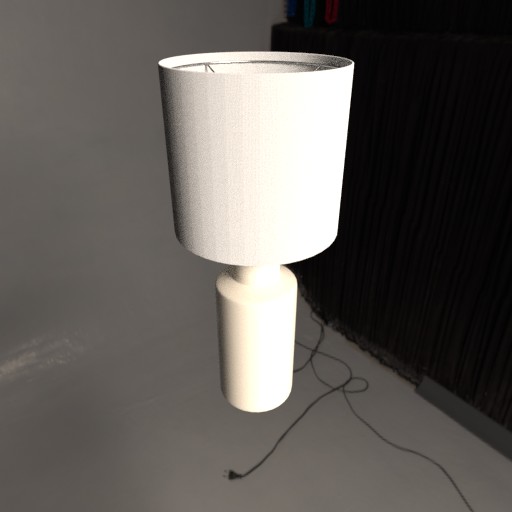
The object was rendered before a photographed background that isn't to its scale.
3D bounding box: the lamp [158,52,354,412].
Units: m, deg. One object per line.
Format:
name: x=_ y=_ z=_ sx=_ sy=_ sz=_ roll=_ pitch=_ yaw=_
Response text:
lamp: x=0.000 y=0.000 z=0.608 sx=0.212 sy=0.493 sz=0.212 roll=-21 pitch=36 yaw=-33
